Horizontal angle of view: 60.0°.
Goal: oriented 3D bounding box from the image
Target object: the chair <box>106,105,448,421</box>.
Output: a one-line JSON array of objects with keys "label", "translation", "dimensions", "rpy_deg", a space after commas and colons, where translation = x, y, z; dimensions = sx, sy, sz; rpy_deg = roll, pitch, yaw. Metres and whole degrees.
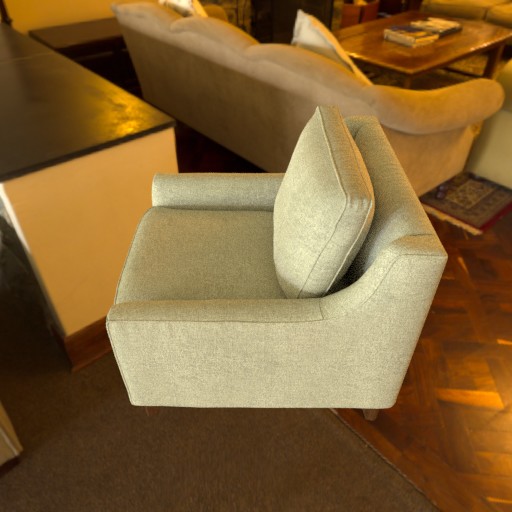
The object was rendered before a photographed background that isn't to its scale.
[{"label": "chair", "translation": [0.000, 0.000, 1.571], "dimensions": [0.918, 0.864, 0.838], "rpy_deg": [0, 40, 0]}]
